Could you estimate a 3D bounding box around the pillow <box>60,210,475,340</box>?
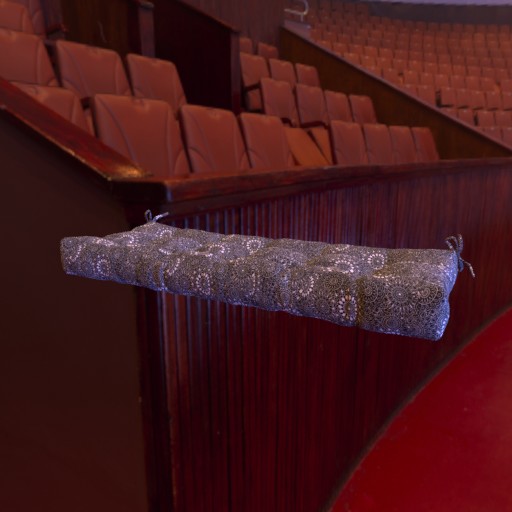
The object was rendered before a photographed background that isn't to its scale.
[{"bbox_3d":[0.000,0.000,1.343,1.194,0.174,0.511,7,16,26],"label":"pillow"}]
